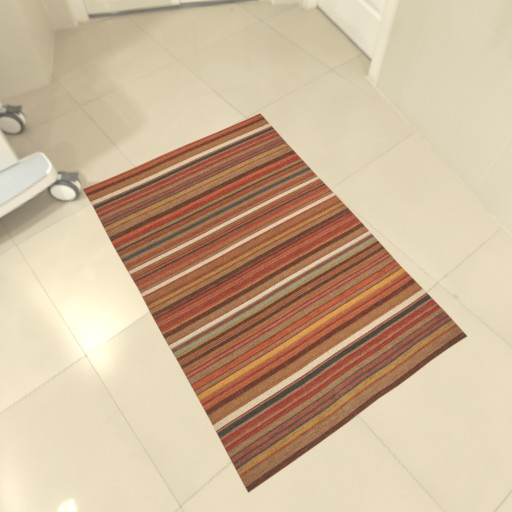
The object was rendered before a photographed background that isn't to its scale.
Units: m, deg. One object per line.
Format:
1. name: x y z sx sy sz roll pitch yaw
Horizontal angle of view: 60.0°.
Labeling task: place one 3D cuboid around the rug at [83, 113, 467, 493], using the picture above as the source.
1. rug: 0.000 0.000 2.321 1.217 0.007 1.828 -28 62 -16
